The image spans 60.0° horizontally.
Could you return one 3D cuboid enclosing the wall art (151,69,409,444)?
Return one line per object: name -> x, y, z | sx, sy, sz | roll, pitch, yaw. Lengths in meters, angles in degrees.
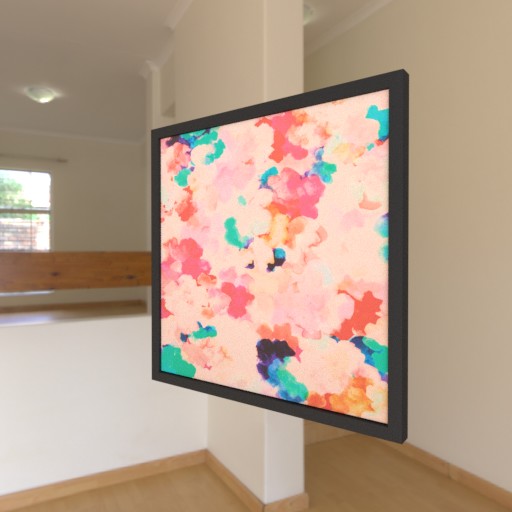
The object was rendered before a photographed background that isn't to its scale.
wall art -> 0.000, 0.000, 0.456 | 0.306, 0.304, 0.015 | 0, 1, 36
